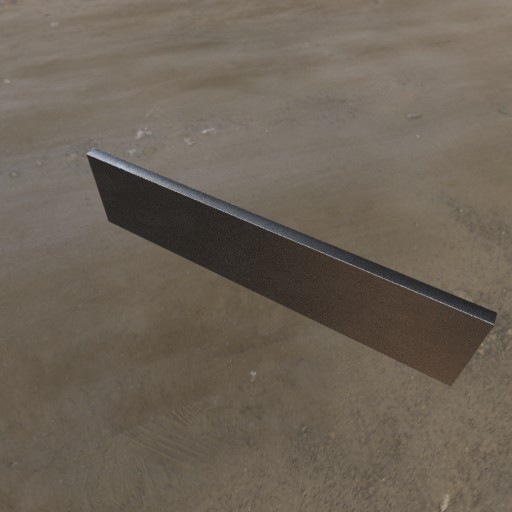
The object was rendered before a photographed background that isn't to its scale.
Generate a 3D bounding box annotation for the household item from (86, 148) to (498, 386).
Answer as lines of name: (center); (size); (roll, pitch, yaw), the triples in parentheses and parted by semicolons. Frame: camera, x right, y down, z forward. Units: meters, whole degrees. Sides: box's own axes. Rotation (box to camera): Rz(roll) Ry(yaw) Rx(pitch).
household item: (0.000, 0.000, 1.053); (1.001, 0.236, 0.030); (24, 52, 21)
